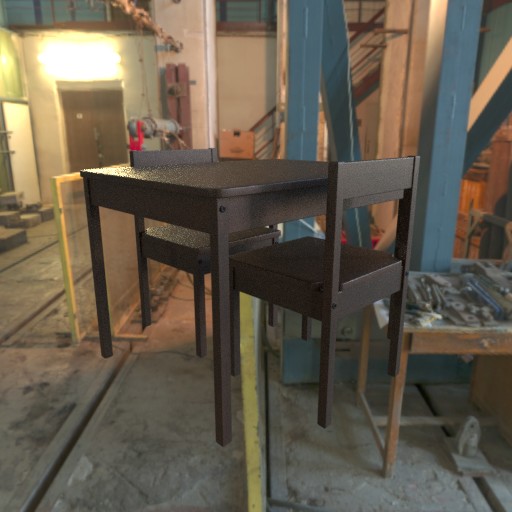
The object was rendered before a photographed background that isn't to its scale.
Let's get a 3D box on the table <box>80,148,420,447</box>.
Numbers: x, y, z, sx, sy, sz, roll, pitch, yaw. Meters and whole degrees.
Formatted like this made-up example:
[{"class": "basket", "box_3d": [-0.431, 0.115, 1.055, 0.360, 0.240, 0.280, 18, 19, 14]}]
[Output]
[{"class": "table", "box_3d": [0.000, 0.000, 1.107, 0.650, 0.503, 0.672, -15, 21, -42]}]
